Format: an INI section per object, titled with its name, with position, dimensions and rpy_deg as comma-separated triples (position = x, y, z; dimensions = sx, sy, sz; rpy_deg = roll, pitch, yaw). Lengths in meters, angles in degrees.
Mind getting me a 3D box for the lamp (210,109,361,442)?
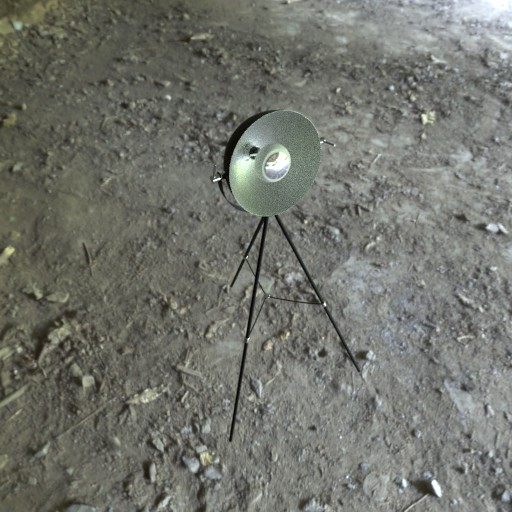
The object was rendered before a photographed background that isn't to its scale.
[lamp]
position = 0.000, 0.000, 2.056
dimensions = 0.817, 1.512, 0.920
rpy_deg = -24, 51, -21
